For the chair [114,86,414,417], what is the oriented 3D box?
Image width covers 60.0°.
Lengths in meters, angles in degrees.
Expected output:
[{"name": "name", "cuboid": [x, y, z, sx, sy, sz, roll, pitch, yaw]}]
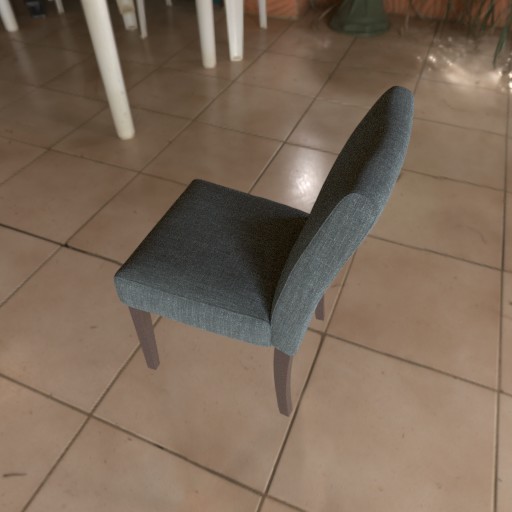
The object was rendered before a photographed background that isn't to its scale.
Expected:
[{"name": "chair", "cuboid": [0.000, 0.000, 1.232, 0.629, 0.884, 0.487, 16, 48, 15]}]
